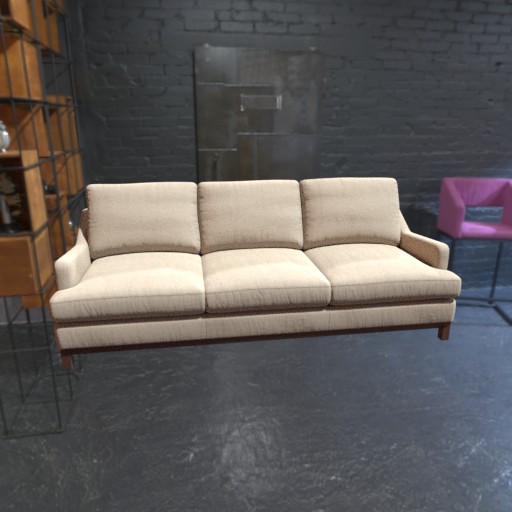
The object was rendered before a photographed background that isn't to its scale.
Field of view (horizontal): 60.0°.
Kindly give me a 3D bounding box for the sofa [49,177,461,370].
[{"bbox_3d":[0.000,0.000,2.879,2.321,0.913,1.000,-3,17,-8],"label":"sofa"}]
